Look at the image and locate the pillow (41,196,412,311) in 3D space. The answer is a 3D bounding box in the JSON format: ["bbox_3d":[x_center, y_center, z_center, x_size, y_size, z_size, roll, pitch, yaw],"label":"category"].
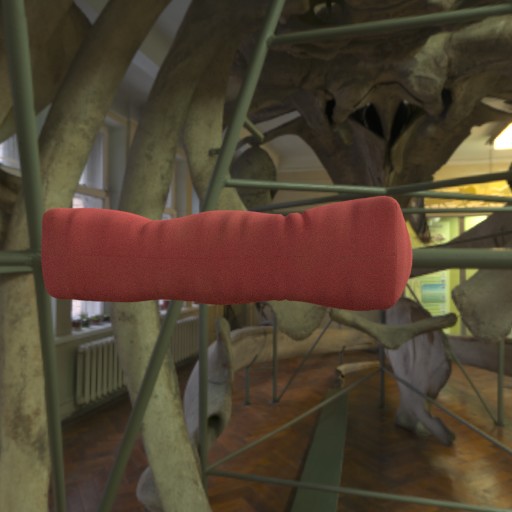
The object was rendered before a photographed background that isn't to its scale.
[{"bbox_3d":[0.000,0.000,0.732,0.468,0.128,0.490,0,0,17],"label":"pillow"}]
